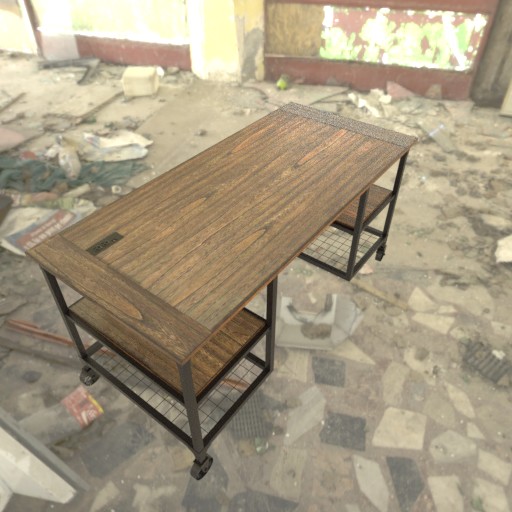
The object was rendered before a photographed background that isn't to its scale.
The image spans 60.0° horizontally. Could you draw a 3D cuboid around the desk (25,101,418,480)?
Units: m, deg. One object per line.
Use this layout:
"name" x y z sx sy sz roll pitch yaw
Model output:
"desk" 0.000 0.000 1.996 0.711 0.751 1.590 26 48 27
